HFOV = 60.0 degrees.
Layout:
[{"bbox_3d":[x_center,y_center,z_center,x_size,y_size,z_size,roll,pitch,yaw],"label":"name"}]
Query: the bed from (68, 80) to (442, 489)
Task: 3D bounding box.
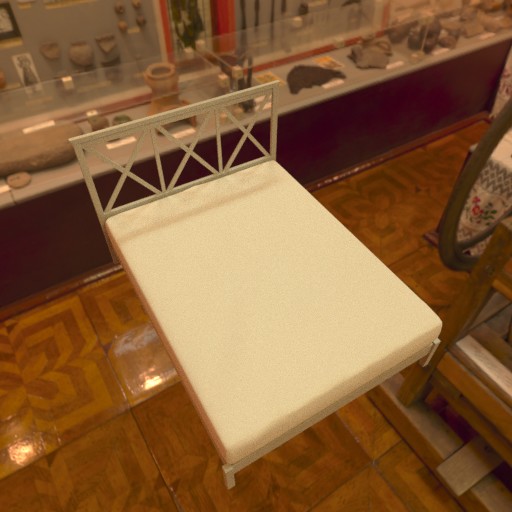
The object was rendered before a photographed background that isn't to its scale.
[{"bbox_3d":[0.000,0.000,3.105,1.673,1.253,2.135,-24,52,-20],"label":"bed"}]
